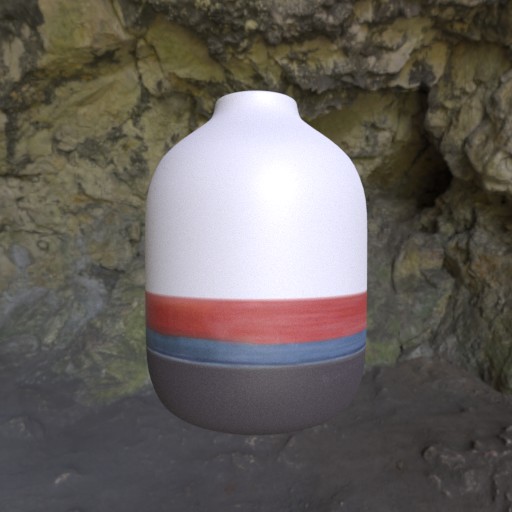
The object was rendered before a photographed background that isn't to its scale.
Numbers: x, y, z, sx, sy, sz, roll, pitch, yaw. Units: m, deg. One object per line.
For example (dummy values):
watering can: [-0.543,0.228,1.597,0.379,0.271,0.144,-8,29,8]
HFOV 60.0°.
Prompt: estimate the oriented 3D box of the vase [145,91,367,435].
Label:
vase: [0.000,0.000,0.348,0.169,0.237,0.169,0,1,0]
